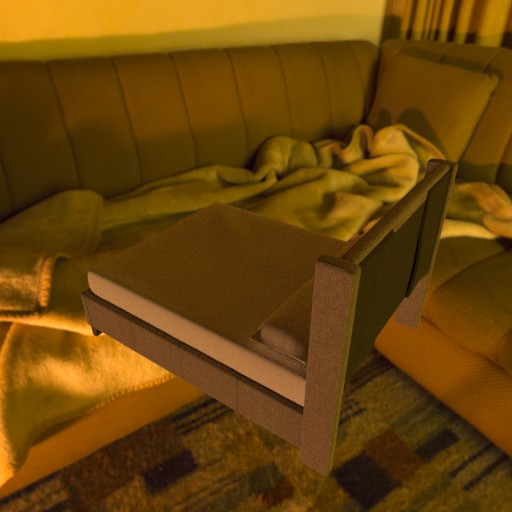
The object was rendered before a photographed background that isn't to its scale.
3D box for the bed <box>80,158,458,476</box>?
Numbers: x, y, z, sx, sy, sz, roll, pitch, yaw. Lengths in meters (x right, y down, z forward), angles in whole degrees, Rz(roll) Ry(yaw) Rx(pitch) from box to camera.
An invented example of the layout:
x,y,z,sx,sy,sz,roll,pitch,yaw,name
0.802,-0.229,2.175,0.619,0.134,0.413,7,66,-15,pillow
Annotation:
x,y,z,sx,sy,sz,roll,pitch,yaw,name
0.000,0.000,3.412,2.245,1.481,1.714,20,37,30,bed
